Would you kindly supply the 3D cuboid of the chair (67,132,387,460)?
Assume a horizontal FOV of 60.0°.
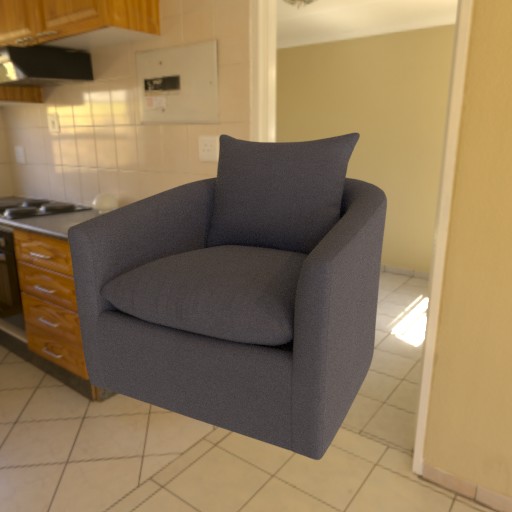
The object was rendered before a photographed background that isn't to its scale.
[{"bbox_3d":[0.000,0.000,1.578,0.845,0.848,0.910,7,17,26],"label":"chair"}]
